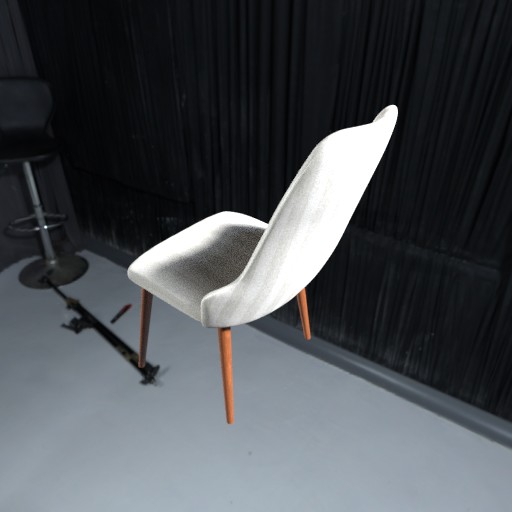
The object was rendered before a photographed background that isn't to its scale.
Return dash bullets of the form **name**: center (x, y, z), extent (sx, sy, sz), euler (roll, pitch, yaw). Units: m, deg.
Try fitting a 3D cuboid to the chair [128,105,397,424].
- **chair**: center (0.000, 0.000, 1.340), extent (0.684, 0.917, 0.526), euler (21, 37, 30)
